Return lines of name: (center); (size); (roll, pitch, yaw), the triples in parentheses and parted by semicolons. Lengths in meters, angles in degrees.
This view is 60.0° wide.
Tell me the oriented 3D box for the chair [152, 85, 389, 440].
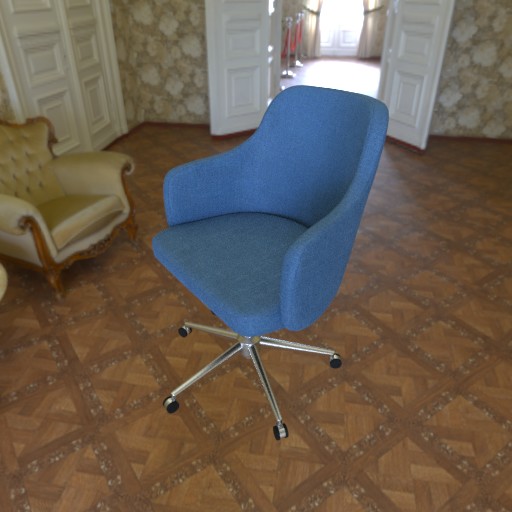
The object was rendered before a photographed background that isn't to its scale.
chair: (0.000, 0.000, 1.245); (0.655, 0.820, 0.599); (-21, 37, -31)
